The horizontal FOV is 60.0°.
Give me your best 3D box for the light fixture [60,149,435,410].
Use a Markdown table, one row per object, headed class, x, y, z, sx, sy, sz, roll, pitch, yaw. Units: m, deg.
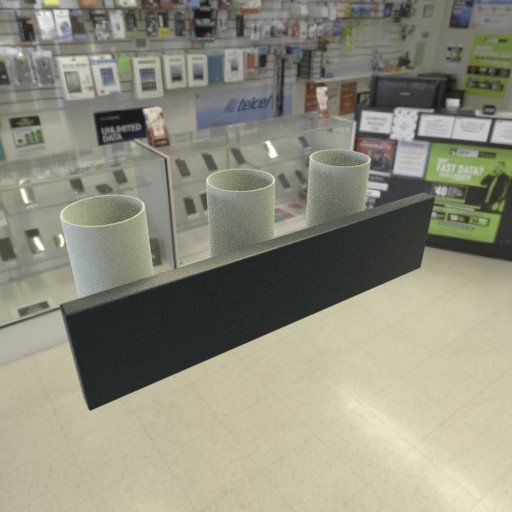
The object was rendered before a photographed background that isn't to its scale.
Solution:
| class | x | y | z | sx | sy | sz | roll | pitch | yaw |
| --- | --- | --- | --- | --- | --- | --- | --- | --- | --- |
| light fixture | 0.000 | 0.000 | 0.528 | 0.451 | 0.172 | 0.145 | -18 | 34 | -29 |
